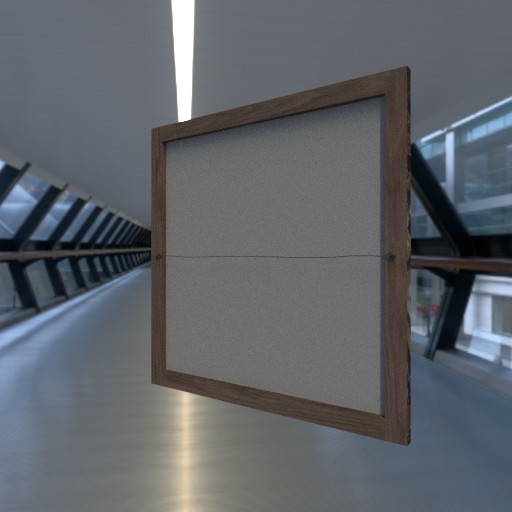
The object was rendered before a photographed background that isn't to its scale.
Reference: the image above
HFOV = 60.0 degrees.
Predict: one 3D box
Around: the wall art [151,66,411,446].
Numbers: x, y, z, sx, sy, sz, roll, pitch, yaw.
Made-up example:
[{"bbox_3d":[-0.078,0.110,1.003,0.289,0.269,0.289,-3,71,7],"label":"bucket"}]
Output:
[{"bbox_3d":[0.000,0.000,1.114,0.757,0.762,0.028,0,0,36],"label":"wall art"}]
